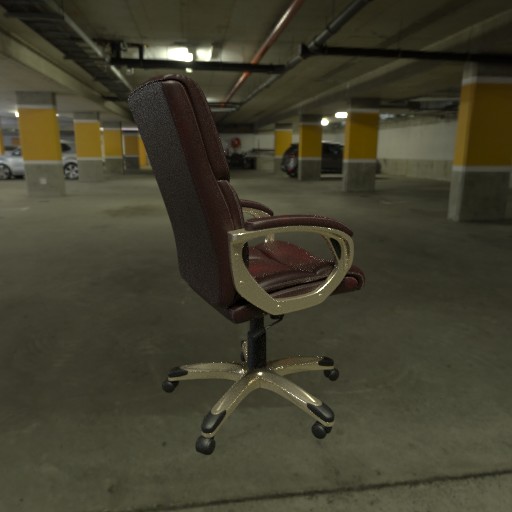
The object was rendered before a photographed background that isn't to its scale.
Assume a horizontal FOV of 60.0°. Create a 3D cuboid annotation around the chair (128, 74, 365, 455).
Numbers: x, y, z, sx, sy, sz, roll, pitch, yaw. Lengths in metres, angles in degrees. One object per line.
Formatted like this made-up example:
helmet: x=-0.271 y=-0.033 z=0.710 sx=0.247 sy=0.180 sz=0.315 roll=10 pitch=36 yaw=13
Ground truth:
chair: x=0.000 y=0.000 z=1.546 sx=0.739 sy=1.107 sz=0.662 roll=-6 pitch=15 yaw=-26
